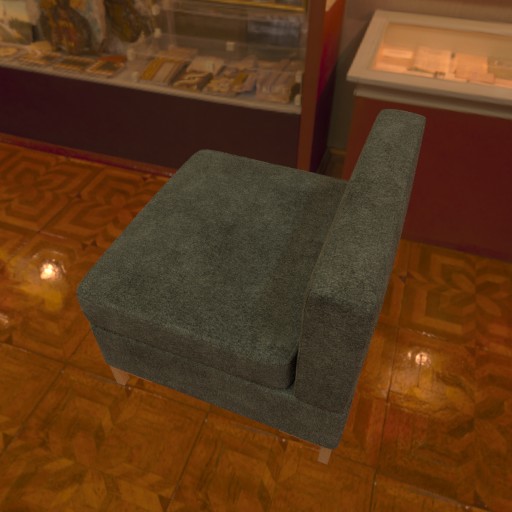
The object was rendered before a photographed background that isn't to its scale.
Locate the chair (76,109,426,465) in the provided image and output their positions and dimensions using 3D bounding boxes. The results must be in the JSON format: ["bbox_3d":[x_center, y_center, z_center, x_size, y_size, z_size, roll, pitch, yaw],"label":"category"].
[{"bbox_3d":[0.000,0.000,1.192,0.680,0.660,0.680,16,47,15],"label":"chair"}]
